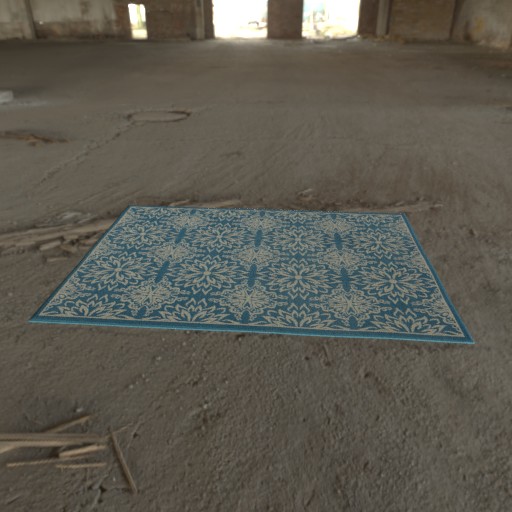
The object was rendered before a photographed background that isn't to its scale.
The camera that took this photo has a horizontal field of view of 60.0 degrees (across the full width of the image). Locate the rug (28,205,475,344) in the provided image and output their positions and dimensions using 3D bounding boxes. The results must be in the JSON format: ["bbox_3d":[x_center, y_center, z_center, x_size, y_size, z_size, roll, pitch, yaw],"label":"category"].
[{"bbox_3d":[0.000,0.000,2.855,2.205,0.012,1.554,2,29,4],"label":"rug"}]
